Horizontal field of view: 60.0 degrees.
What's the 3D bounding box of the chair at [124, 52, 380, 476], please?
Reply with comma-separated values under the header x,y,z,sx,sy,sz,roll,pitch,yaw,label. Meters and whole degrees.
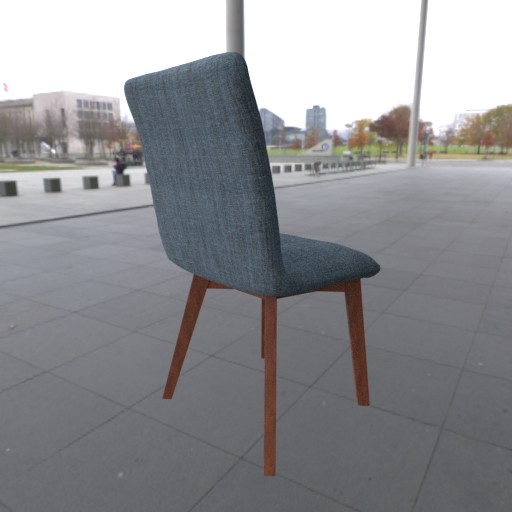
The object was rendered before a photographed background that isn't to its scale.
x,y,z,sx,sy,sz,roll,pitch,yaw,label
0.000,0.000,1.283,0.563,0.974,0.522,-12,18,-42,chair
